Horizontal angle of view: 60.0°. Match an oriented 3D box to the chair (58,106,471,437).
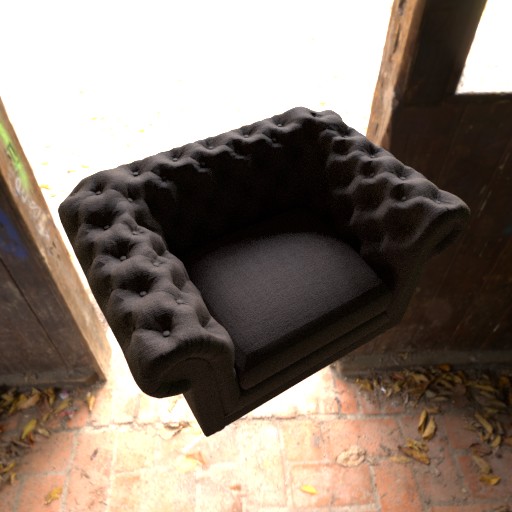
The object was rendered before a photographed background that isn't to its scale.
[{"bbox_3d":[0.000,0.000,1.857,1.298,0.780,0.945,-24,52,-21],"label":"chair"}]
